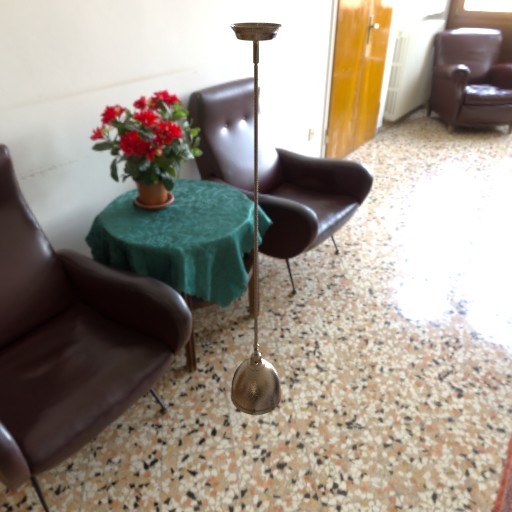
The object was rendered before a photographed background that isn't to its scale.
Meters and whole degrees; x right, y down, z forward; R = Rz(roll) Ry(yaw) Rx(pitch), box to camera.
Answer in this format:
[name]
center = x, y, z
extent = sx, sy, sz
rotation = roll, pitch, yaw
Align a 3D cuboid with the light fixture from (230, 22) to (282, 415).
[light fixture]
center = 0.000, 0.000, 1.474
extent = 0.211, 1.367, 0.217
rotation = 0, 33, 0
